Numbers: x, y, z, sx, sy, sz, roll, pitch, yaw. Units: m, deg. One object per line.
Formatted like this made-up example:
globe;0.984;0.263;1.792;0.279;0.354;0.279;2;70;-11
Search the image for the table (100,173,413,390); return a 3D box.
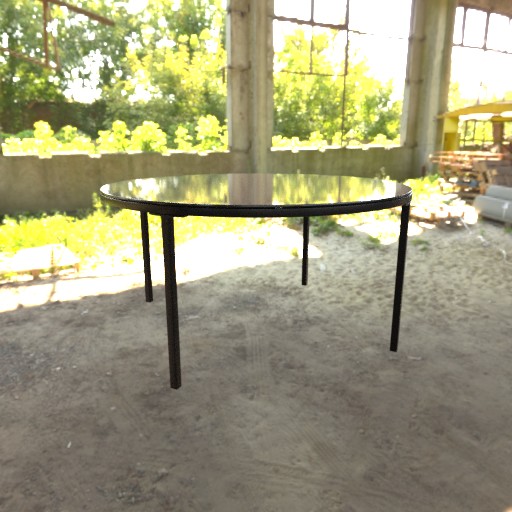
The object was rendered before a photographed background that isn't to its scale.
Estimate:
table;0.000;0.000;1.243;0.800;0.400;0.800;0;15;0
